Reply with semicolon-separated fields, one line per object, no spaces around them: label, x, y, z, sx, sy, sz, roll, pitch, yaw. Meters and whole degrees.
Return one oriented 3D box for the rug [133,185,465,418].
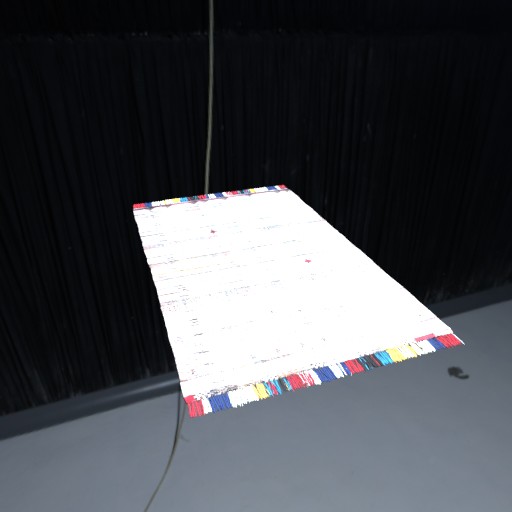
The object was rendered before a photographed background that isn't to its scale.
rug;0.000;0.000;3.090;1.465;0.012;2.465;-10;31;-17
